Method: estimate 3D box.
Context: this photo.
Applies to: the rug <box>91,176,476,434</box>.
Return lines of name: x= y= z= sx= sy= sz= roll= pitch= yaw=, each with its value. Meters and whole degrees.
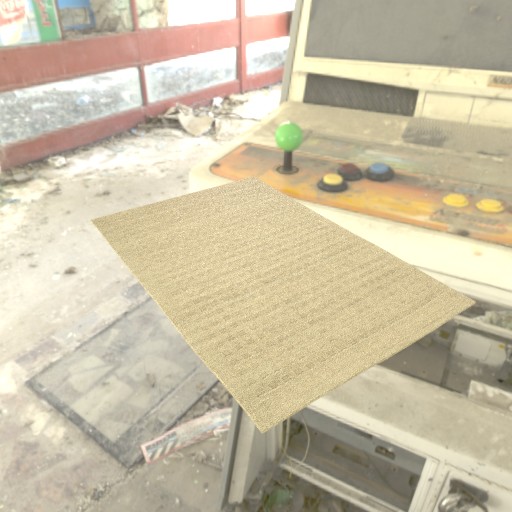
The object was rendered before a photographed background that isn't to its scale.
rug: x=0.000 y=0.000 z=2.998 sx=1.532 sy=0.018 sz=2.297 roll=-20 pitch=38 yaw=-29
